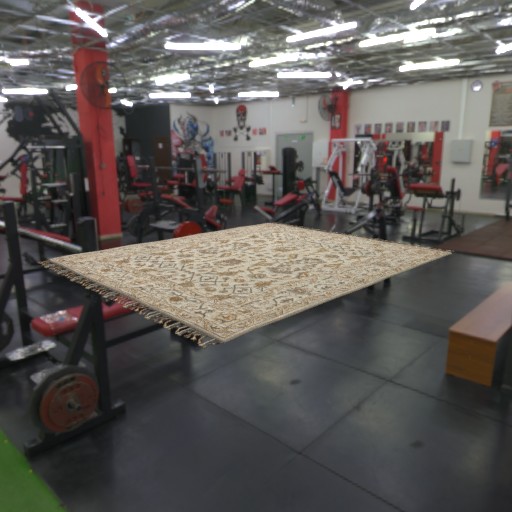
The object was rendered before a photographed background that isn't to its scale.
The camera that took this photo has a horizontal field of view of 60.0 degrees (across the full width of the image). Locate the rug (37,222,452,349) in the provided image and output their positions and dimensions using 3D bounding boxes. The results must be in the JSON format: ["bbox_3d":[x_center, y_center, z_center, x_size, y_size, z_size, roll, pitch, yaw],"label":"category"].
[{"bbox_3d":[0.000,0.000,4.084,3.061,0.034,2.426,-13,19,-43],"label":"rug"}]
